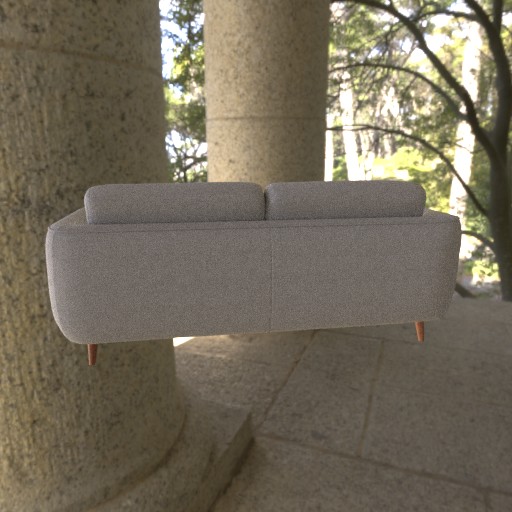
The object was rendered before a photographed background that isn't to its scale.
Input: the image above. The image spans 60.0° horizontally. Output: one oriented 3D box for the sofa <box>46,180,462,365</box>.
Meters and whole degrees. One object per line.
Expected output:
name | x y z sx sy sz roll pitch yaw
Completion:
sofa | 0.000 0.000 2.442 2.000 0.850 0.920 -2 14 -9
